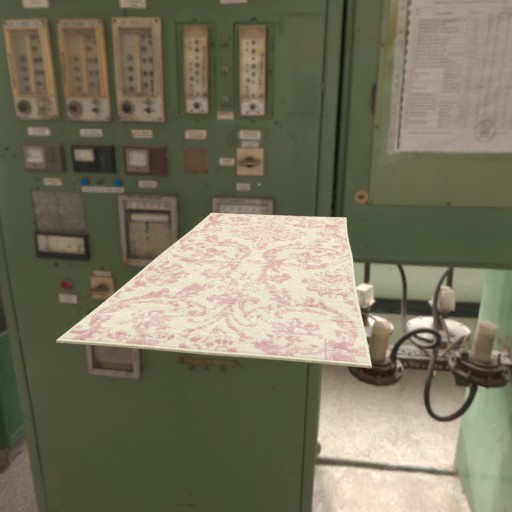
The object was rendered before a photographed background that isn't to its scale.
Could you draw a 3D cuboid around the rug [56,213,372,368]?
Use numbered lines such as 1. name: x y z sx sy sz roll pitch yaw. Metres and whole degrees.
1. rug: 0.000 0.000 1.397 0.604 0.007 1.219 3 18 9
